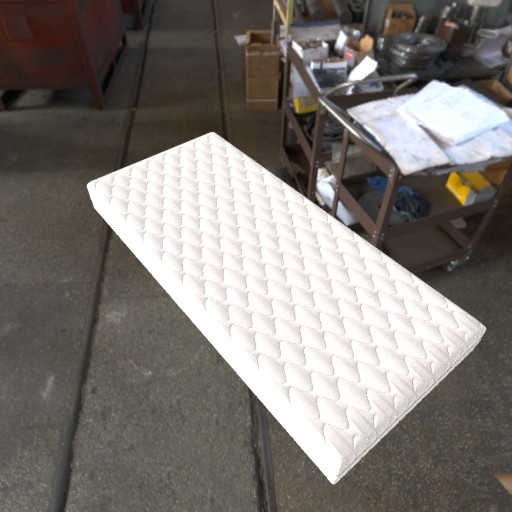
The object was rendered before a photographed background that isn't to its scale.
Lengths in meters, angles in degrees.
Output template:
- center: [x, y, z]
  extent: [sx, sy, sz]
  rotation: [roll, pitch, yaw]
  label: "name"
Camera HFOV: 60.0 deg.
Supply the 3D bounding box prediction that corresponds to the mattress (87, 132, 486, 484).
- center: [0.000, 0.000, 2.259]
  extent: [0.900, 0.200, 2.000]
  rotation: [-30, 54, -26]
  label: "mattress"
